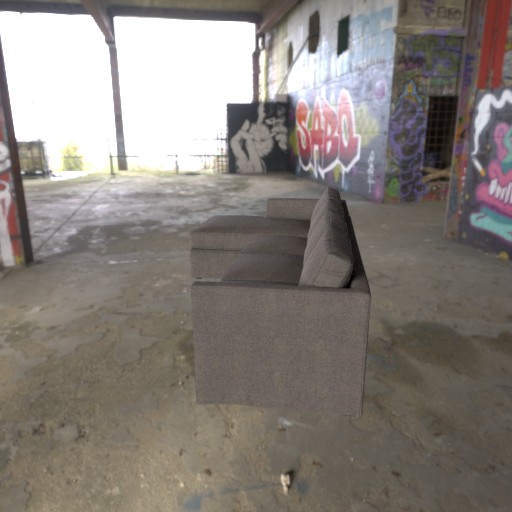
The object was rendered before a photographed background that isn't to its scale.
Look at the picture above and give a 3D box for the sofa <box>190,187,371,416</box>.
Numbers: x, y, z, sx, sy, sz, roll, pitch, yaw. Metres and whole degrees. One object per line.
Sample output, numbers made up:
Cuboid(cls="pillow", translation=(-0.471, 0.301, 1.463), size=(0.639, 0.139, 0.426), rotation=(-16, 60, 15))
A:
Cuboid(cls="sofa", translation=(0.000, 0.000, 3.881), size=(1.650, 0.922, 3.205), rotation=(2, 16, 8))
